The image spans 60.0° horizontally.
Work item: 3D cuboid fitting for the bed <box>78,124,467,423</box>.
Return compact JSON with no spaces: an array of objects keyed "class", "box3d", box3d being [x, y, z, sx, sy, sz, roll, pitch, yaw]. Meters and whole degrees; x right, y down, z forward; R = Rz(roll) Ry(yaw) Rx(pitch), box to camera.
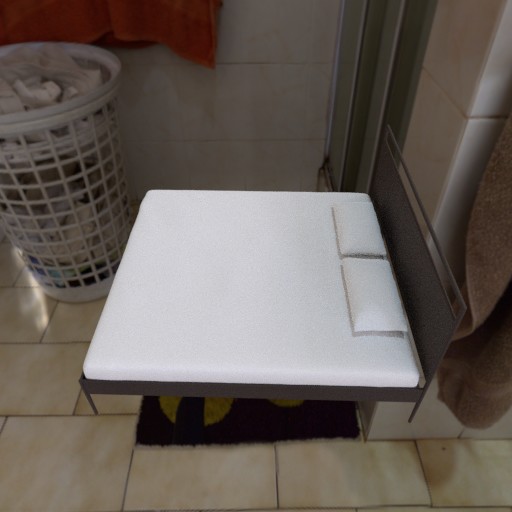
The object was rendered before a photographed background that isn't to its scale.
[{"class":"bed","box3d":[0.000,0.000,3.339,2.151,1.173,1.993,1,42,1]}]
